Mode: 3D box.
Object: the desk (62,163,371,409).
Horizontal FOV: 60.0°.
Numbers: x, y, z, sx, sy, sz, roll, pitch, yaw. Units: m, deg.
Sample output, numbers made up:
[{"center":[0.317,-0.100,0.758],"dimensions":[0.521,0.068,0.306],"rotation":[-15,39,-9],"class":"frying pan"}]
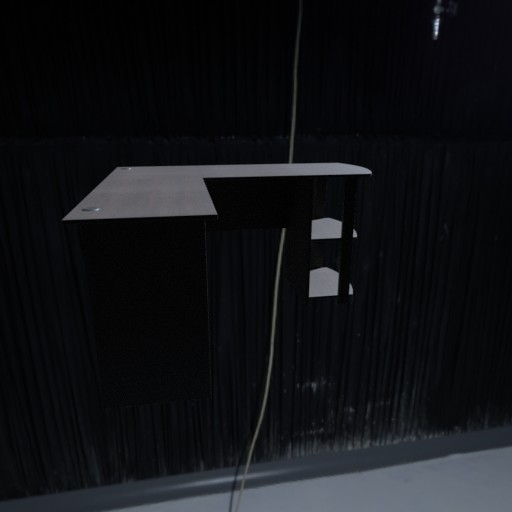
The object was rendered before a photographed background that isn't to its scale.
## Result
[{"center":[0.000,0.000,2.108],"dimensions":[1.361,0.716,1.303],"rotation":[-3,18,-9],"class":"desk"}]
